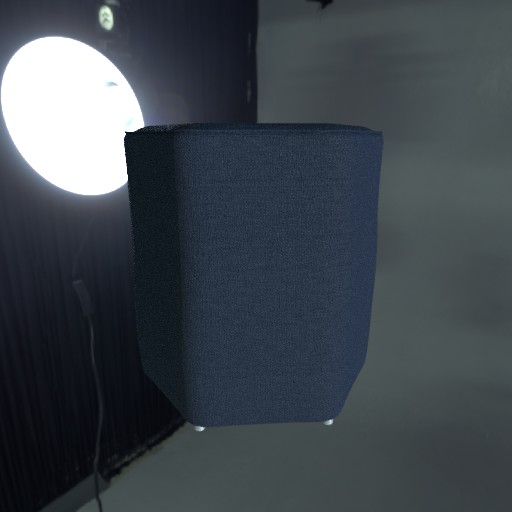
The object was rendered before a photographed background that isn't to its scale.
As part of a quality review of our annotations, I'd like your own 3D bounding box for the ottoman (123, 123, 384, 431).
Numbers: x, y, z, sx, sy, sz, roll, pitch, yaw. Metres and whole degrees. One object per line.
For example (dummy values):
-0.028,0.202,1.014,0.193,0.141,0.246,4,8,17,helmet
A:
0.000,0.000,0.896,0.454,0.505,0.492,8,17,28,ottoman
